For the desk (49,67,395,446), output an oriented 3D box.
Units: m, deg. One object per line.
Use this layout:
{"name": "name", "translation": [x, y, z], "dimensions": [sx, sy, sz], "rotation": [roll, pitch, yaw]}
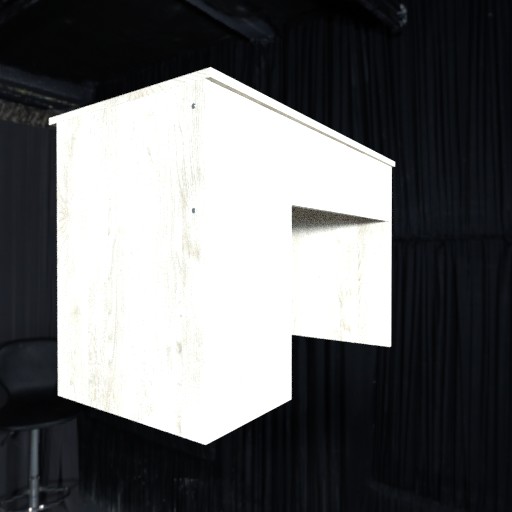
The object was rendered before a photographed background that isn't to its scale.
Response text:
{"name": "desk", "translation": [0.000, 0.000, 1.453], "dimensions": [0.560, 0.730, 1.096], "rotation": [0, 1, 35]}
